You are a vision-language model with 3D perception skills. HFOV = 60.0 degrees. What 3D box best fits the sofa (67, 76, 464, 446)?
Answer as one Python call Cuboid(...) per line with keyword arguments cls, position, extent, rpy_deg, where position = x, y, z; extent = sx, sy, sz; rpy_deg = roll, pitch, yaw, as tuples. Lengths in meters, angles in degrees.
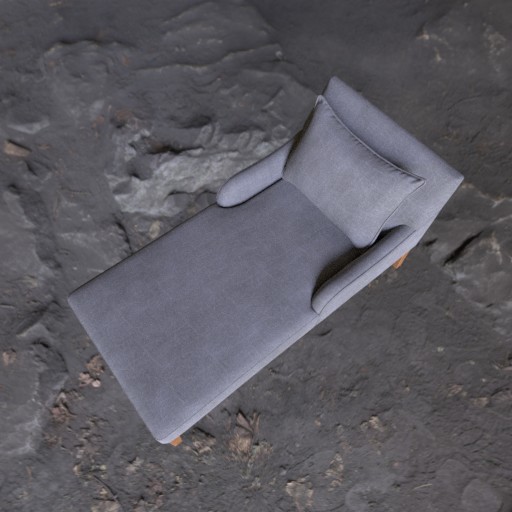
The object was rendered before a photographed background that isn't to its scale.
Cuboid(cls="sofa", position=(0.000, 0.000, 2.289), extent=(1.779, 0.859, 0.894), rpy_deg=(-35, 67, -17))
